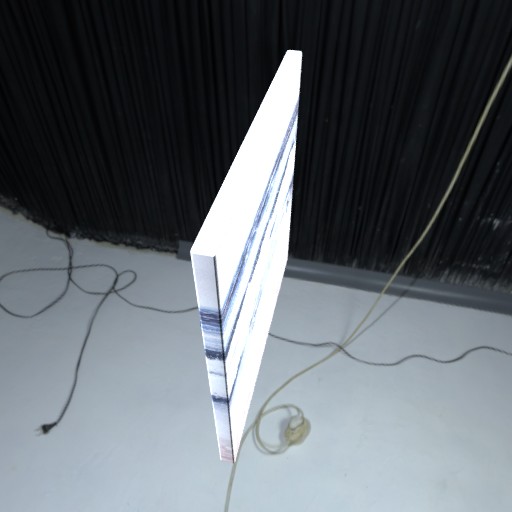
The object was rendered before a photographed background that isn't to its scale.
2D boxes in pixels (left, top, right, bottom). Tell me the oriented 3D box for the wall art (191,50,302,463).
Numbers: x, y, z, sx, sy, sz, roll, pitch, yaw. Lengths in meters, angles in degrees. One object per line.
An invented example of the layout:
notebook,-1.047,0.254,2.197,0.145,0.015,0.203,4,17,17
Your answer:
wall art,0.000,0.000,1.129,0.065,0.747,0.755,9,46,9
